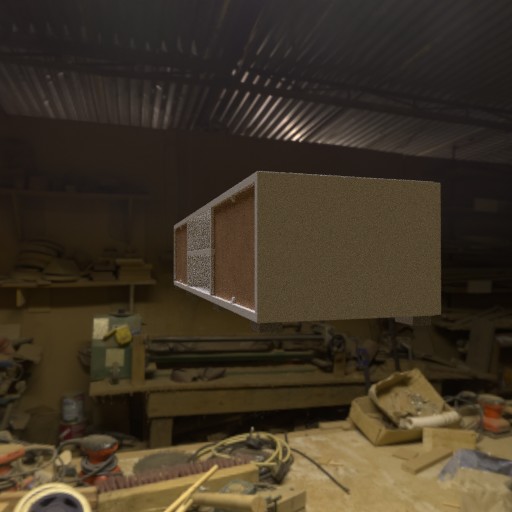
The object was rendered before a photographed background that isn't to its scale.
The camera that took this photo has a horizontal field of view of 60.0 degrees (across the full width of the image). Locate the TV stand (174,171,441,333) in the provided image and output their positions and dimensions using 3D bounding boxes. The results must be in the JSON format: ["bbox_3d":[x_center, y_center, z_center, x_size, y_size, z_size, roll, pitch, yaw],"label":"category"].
[{"bbox_3d":[0.000,0.000,1.576,0.420,0.310,1.400,0,-1,-17],"label":"TV stand"}]
